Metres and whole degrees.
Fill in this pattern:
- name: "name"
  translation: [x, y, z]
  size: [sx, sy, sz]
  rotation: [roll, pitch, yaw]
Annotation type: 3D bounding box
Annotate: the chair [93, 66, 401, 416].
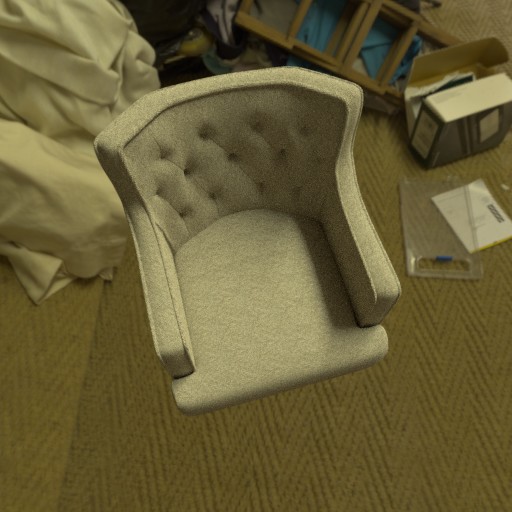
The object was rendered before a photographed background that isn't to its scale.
- name: "chair"
  translation: [0.000, 0.000, 1.645]
  size: [0.820, 0.920, 0.910]
  rotation: [-14, 64, -7]
